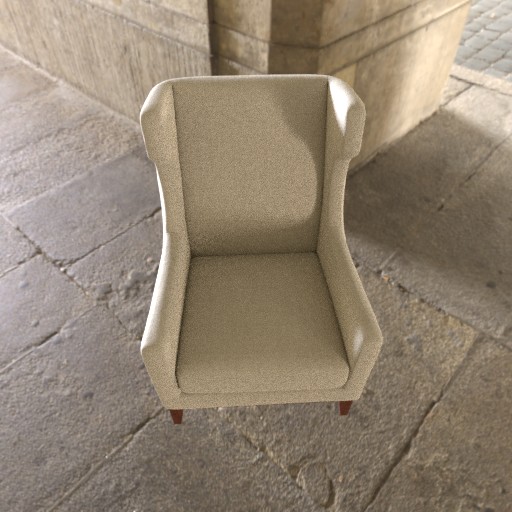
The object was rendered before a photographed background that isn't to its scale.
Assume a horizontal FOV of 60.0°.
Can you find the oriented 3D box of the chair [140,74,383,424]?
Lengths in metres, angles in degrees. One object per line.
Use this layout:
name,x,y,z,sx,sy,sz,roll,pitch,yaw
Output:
chair,0.000,0.000,1.684,0.778,1.079,0.899,-2,47,-2
